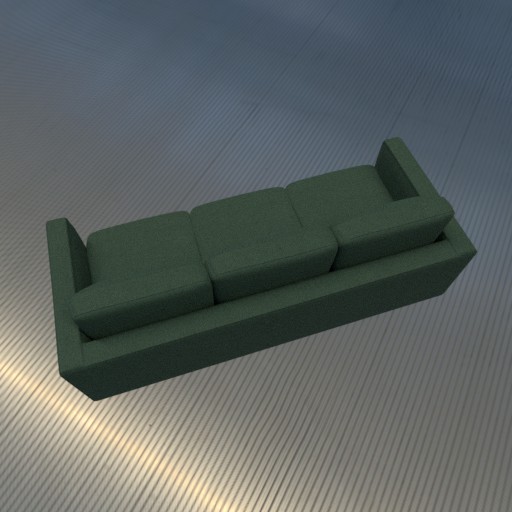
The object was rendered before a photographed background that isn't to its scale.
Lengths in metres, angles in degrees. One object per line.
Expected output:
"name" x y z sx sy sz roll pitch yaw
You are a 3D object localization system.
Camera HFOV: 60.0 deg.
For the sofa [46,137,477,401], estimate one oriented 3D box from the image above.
"sofa" 0.000 0.000 2.437 2.029 0.899 0.879 -15 60 -9
